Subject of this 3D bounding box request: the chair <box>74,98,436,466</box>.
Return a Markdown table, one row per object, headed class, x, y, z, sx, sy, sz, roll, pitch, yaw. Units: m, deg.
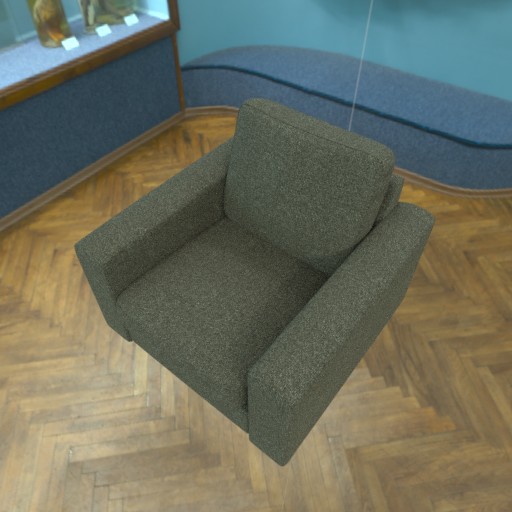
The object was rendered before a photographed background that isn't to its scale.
| class | x | y | z | sx | sy | sz | roll | pitch | yaw |
| --- | --- | --- | --- | --- | --- | --- | --- | --- | --- |
| chair | 0.000 | 0.000 | 1.758 | 1.005 | 0.873 | 1.016 | 30 | 55 | 25 |
